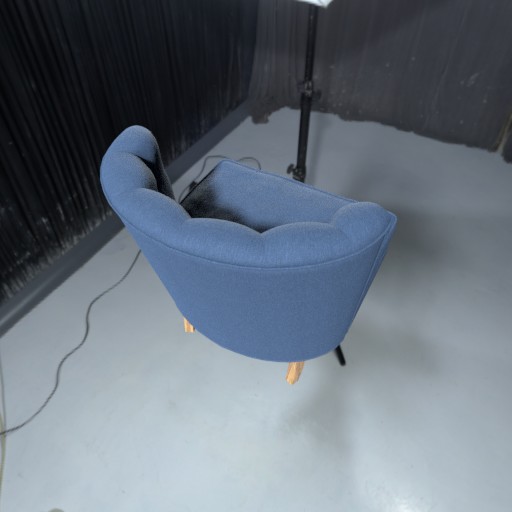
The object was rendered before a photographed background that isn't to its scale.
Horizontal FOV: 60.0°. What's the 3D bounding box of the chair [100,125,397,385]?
[{"bbox_3d":[0.000,0.000,1.365,0.740,0.771,0.718,22,50,20],"label":"chair"}]
